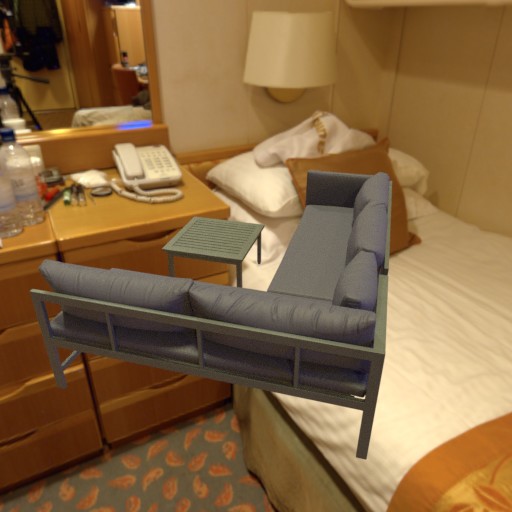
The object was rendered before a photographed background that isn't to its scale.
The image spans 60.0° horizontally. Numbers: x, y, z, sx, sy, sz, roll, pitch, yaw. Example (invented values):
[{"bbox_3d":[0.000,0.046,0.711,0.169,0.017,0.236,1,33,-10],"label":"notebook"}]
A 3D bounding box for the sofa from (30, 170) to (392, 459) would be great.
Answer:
[{"bbox_3d":[0.000,0.000,2.955,1.658,0.762,2.149,8,29,14],"label":"sofa"}]
